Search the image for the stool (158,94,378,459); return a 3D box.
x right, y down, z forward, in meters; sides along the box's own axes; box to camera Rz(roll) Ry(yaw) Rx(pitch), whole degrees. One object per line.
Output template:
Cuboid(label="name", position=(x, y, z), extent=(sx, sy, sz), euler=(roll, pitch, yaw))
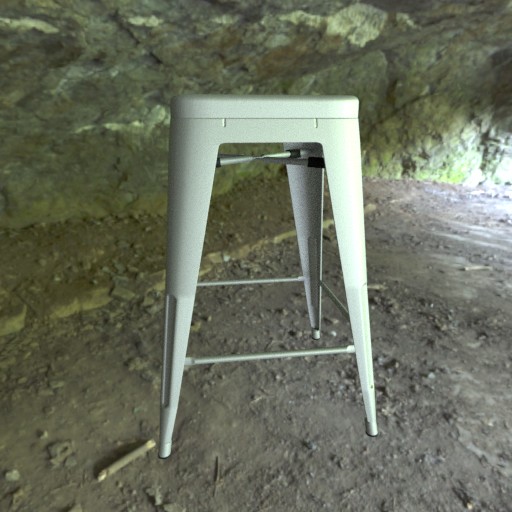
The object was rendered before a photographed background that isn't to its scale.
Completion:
Cuboid(label="stool", position=(0.000, 0.000, 0.909), extent=(0.410, 0.608, 0.410), euler=(-3, 17, -8))
